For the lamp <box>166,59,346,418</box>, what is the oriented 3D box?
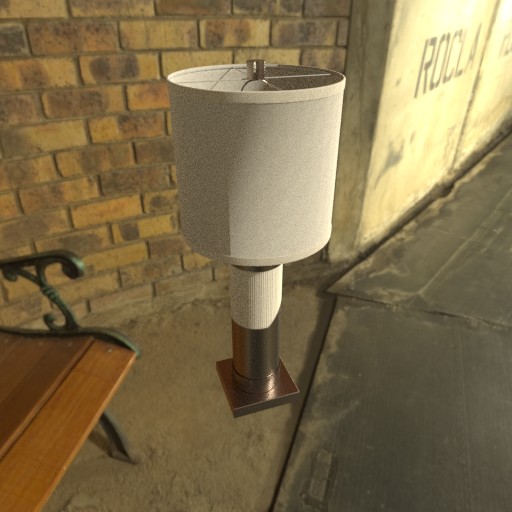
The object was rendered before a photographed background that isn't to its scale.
[{"bbox_3d":[0.000,0.000,0.627,0.202,0.509,0.202,-10,32,-16],"label":"lamp"}]
